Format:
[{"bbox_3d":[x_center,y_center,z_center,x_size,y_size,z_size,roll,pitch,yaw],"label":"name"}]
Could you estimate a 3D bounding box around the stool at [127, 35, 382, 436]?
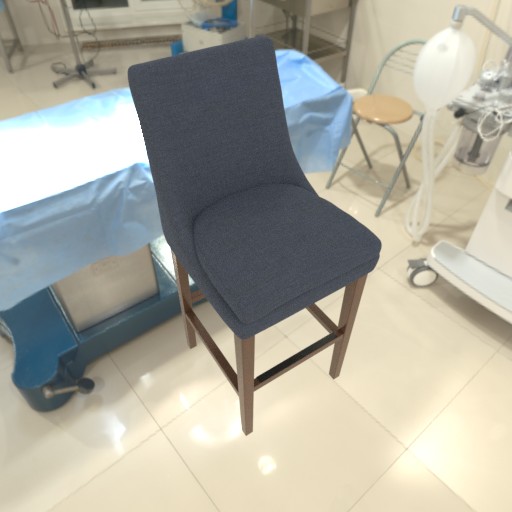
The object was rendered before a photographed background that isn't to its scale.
[{"bbox_3d":[0.000,0.000,1.366,0.470,1.078,0.577,-25,50,-23],"label":"stool"}]
